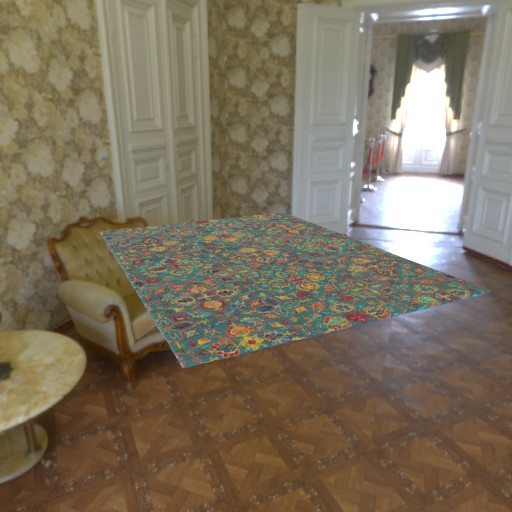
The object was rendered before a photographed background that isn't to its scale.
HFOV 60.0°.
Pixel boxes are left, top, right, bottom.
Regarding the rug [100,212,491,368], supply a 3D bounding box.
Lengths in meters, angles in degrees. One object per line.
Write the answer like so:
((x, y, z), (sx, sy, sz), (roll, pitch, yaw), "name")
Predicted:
((0.000, 0.000, 4.237), (2.434, 0.025, 3.204), (-8, 19, -25), "rug")
